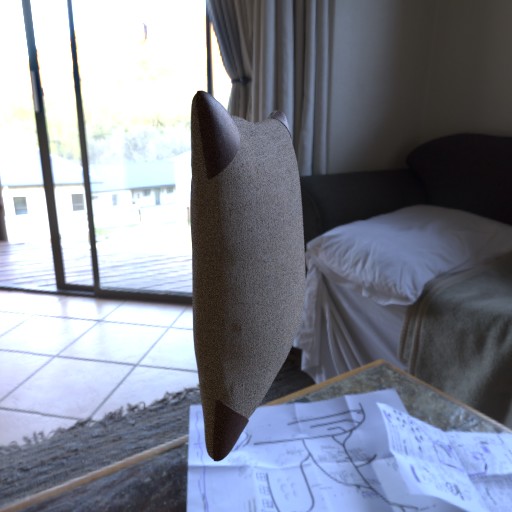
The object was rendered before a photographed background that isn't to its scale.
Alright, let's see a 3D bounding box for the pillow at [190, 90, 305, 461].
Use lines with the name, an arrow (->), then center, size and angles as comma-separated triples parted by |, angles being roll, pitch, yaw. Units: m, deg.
pillow -> 0.000, 0.000, 0.685 | 0.147, 0.448, 0.437 | 3, 16, 12
